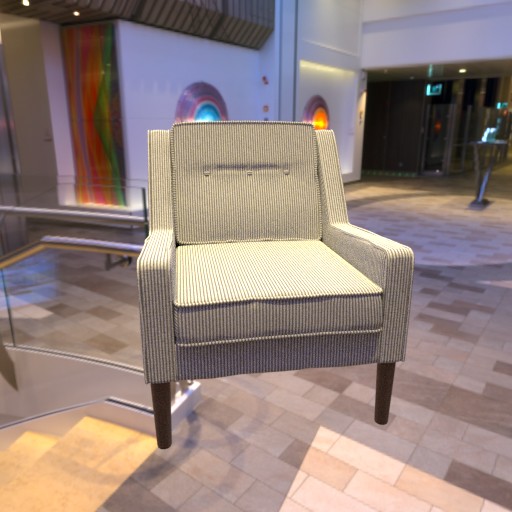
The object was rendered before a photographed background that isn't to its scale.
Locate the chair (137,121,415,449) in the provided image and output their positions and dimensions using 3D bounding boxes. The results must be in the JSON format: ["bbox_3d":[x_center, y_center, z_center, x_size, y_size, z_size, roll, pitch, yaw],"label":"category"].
[{"bbox_3d":[0.000,0.000,1.348,0.663,0.792,0.743,-3,16,-9],"label":"chair"}]
